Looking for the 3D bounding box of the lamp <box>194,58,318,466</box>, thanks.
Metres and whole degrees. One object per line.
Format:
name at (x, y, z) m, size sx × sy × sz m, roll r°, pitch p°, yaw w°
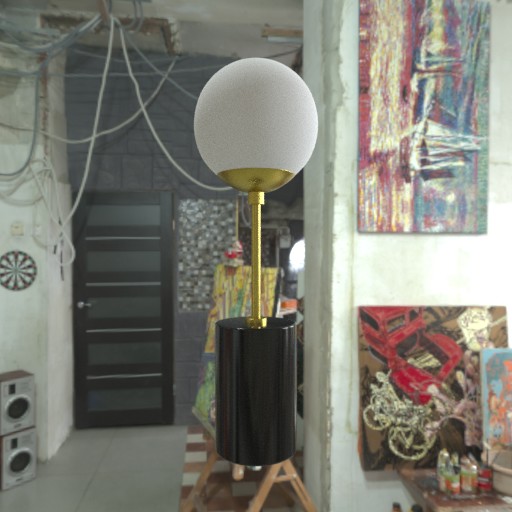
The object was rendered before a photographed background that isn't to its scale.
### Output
lamp at (0.000, 0.000, 0.554) m, size 0.153 × 0.480 × 0.153 m, roll 0°, pitch 0°, yaw 0°
